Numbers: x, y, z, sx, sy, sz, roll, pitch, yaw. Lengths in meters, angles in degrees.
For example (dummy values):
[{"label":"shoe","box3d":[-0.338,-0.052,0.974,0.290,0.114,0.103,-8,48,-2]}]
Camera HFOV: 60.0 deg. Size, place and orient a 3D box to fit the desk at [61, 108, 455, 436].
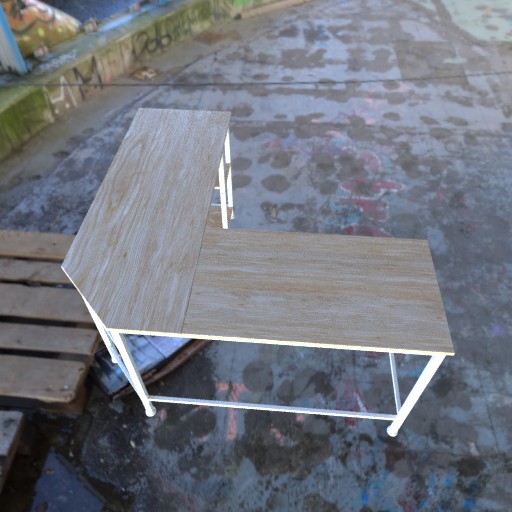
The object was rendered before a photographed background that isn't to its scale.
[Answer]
[{"label":"desk","box3d":[0.000,0.000,2.175,1.379,0.739,1.379,4,48,3]}]
